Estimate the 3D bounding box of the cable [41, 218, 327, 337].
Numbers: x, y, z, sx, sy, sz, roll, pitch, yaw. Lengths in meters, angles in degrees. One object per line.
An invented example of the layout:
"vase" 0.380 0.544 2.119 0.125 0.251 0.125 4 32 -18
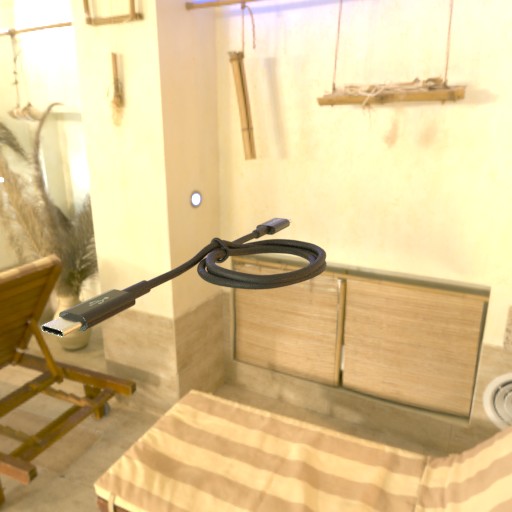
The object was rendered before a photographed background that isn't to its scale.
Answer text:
"cable" 0.000 0.000 0.227 0.070 0.014 0.203 8 19 25
